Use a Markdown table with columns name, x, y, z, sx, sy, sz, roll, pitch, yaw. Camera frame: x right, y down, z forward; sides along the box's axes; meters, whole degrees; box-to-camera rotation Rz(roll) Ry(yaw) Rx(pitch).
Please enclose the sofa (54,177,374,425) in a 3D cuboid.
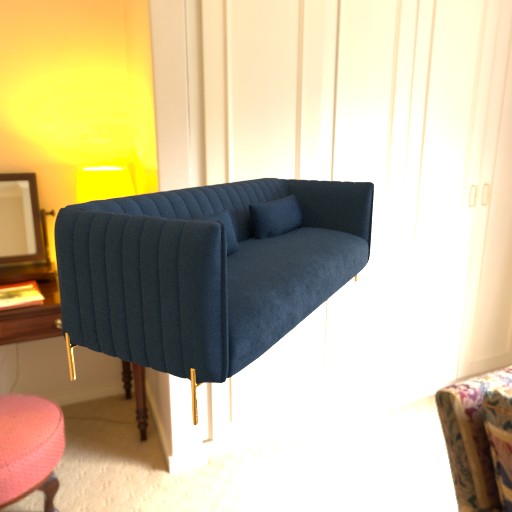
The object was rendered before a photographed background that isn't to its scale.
| name | x | y | z | sx | sy | sz | roll | pitch | yaw |
| --- | --- | --- | --- | --- | --- | --- | --- | --- | --- |
| sofa | 0.000 | 0.000 | 2.635 | 0.896 | 0.793 | 2.136 | 8 | 16 | 28 |
